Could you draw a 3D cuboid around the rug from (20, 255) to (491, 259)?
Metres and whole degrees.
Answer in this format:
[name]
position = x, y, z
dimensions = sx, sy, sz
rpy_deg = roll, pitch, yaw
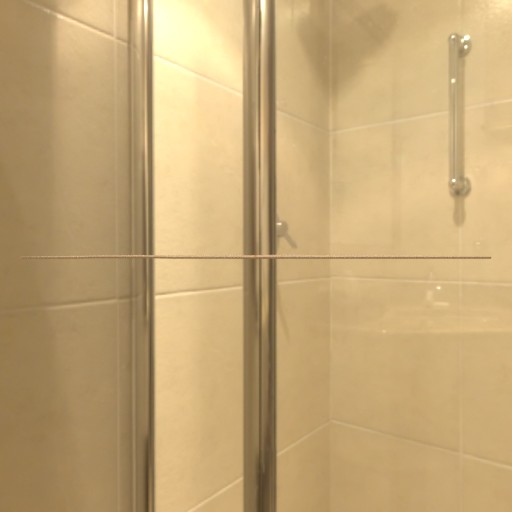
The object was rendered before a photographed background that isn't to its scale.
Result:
[rug]
position = 0.000, 0.000, 2.328
dimensions = 1.825, 0.015, 1.232
rpy_deg = 0, 0, 0
